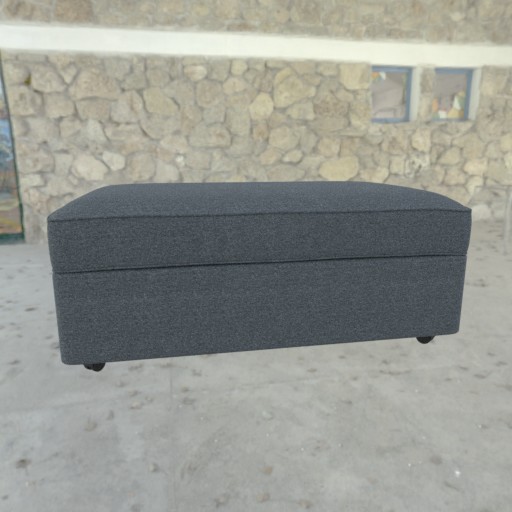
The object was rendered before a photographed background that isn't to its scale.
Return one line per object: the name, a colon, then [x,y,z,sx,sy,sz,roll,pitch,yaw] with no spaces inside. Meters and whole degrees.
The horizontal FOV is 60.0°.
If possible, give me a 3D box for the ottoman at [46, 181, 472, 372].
ottoman: [0.000,0.000,1.527,1.173,0.494,0.681,-2,13,-10]
